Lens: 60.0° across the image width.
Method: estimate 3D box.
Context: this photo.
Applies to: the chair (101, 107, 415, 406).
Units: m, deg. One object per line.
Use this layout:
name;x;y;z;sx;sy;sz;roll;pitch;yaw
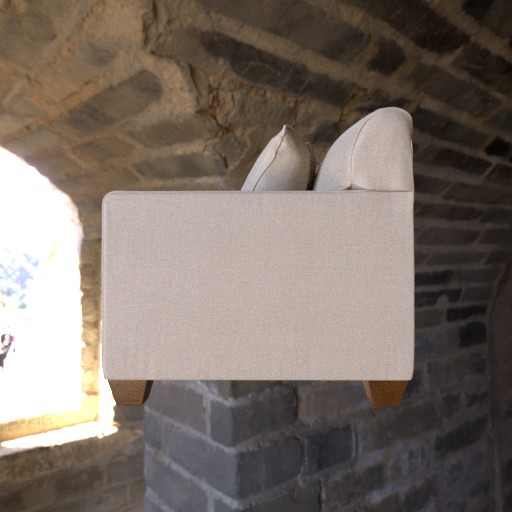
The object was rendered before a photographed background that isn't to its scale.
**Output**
chair;0.000;0.000;2.015;1.000;0.948;1.383;0;-1;0
